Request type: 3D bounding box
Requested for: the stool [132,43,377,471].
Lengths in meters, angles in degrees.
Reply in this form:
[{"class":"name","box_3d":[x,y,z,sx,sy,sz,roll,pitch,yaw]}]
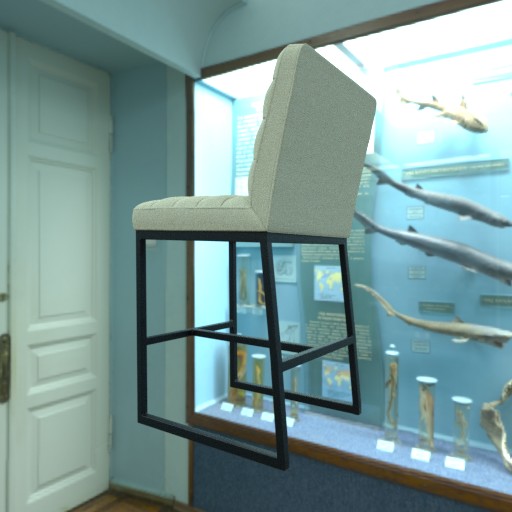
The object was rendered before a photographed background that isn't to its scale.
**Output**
[{"class":"stool","box_3d":[0.000,0.000,1.279,0.560,0.940,0.460,0,0,35]}]
